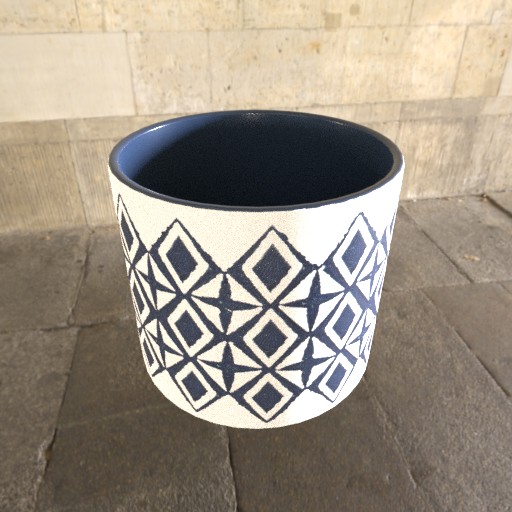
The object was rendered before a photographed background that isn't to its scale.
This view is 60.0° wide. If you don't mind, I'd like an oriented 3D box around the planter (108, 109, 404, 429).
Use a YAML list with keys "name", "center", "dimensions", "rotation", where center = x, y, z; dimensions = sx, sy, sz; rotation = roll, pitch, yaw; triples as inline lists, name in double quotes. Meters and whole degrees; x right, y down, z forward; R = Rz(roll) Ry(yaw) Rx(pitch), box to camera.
- name: "planter"
  center: [0.000, 0.000, 0.283]
  dimensions: [0.159, 0.144, 0.159]
  rotation: [0, 32, 0]
